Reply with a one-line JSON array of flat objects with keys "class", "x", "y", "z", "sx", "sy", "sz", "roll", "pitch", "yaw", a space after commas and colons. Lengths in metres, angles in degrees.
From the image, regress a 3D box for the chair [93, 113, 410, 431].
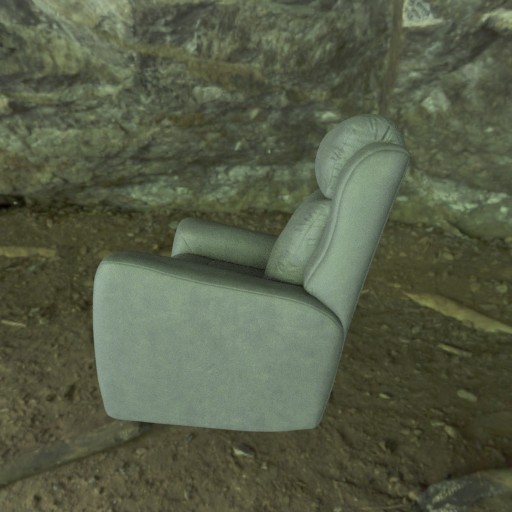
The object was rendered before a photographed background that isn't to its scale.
[{"class": "chair", "x": 0.000, "y": 0.000, "z": 1.889, "sx": 1.068, "sy": 1.116, "sz": 0.967, "roll": 2, "pitch": 14, "yaw": 9}]
